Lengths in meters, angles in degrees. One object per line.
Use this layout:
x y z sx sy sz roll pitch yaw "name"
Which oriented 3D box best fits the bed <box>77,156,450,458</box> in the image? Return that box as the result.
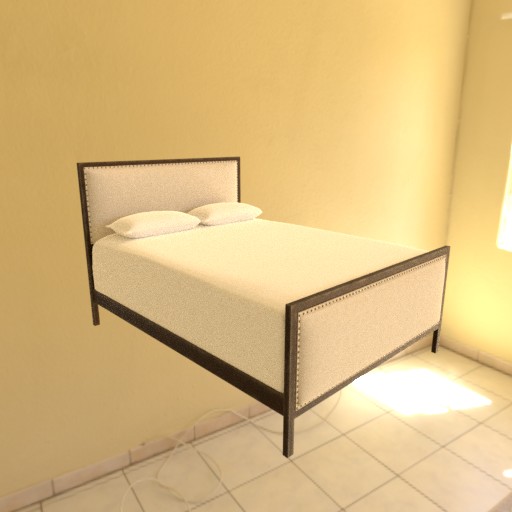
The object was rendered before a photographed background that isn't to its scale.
0.000 0.000 3.250 1.607 1.313 2.221 -14 20 -42 "bed"
